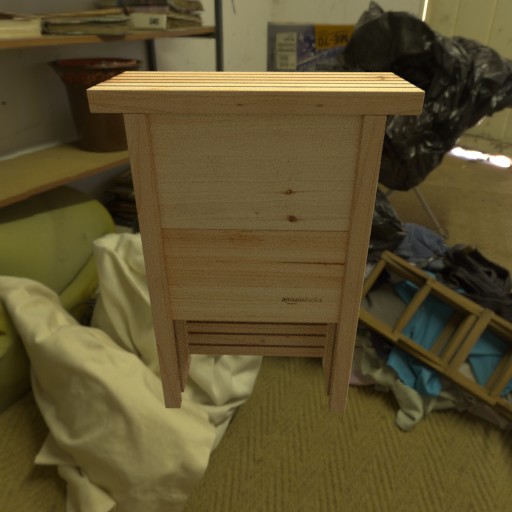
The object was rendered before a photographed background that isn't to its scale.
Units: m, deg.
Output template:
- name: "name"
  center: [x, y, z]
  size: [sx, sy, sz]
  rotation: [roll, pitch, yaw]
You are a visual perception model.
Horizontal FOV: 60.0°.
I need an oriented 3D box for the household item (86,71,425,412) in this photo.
- name: "household item"
  center: [0.000, 0.000, 0.546]
  size: [0.301, 0.407, 0.123]
  rotation: [1, 30, 2]
